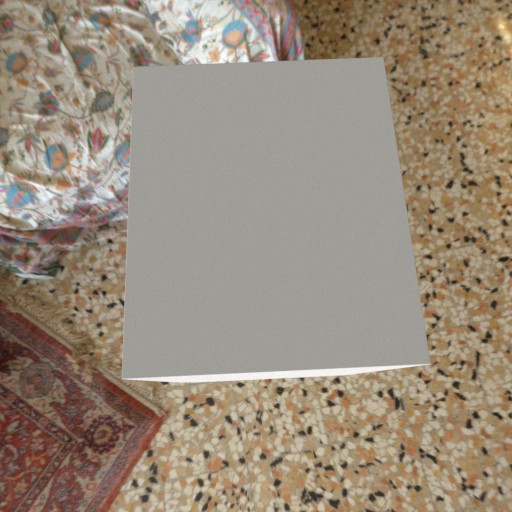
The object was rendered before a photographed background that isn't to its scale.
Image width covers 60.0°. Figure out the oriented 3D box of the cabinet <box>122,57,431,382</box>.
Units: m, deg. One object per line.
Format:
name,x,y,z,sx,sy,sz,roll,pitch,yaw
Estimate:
cabinet,0.000,0.000,0.759,0.360,0.470,0.400,-3,74,-1
